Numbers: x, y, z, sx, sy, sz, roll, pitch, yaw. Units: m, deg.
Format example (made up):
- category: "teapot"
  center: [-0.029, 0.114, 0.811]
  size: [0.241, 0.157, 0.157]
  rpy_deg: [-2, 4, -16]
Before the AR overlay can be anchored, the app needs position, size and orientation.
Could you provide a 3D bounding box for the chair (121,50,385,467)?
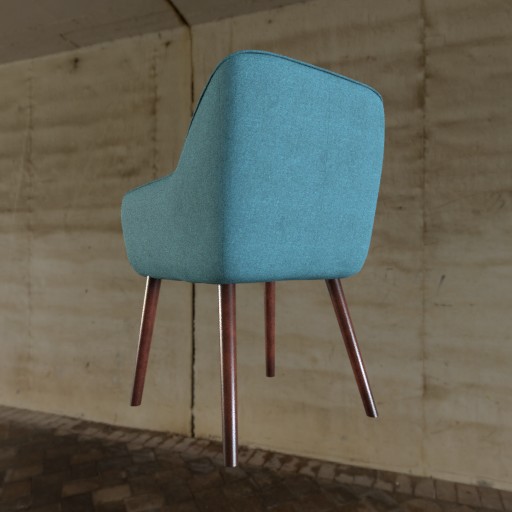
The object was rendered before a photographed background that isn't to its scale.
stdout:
- category: "chair"
  center: [0.000, 0.000, 1.150]
  size: [0.543, 0.803, 0.519]
  rpy_deg: [0, 0, -37]
